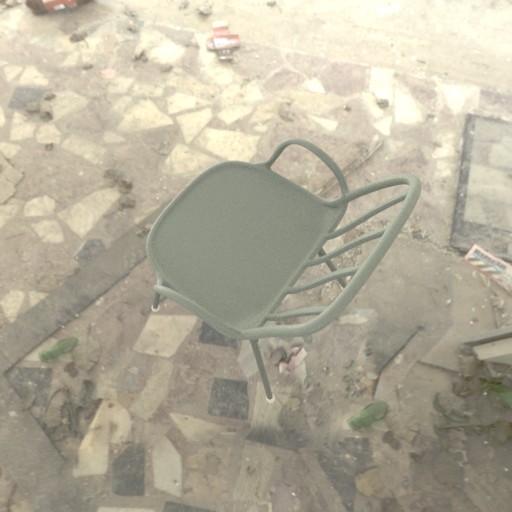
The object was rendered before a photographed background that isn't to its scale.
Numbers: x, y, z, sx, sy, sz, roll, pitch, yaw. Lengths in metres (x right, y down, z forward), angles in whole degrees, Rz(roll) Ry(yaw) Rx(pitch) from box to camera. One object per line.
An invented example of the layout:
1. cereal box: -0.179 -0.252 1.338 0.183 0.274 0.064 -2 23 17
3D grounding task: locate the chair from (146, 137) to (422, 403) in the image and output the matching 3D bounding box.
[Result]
1. chair: 0.000 0.000 1.250 0.597 0.816 0.549 34 69 14
